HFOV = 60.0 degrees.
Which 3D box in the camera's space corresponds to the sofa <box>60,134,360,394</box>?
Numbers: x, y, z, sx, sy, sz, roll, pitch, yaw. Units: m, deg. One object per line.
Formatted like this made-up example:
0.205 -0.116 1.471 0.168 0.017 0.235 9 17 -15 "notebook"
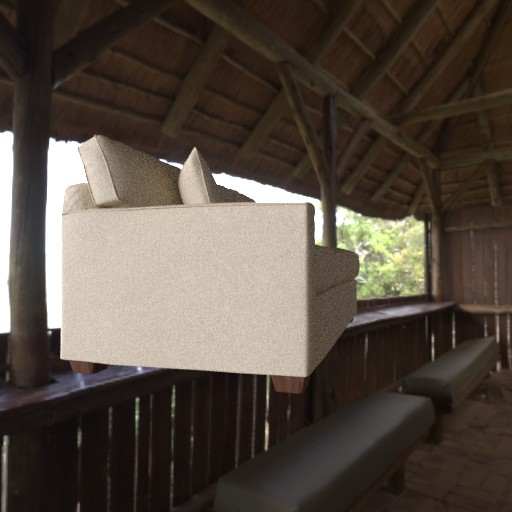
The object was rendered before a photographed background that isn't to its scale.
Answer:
0.000 0.000 2.523 1.034 0.946 1.962 0 -1 17 "sofa"
